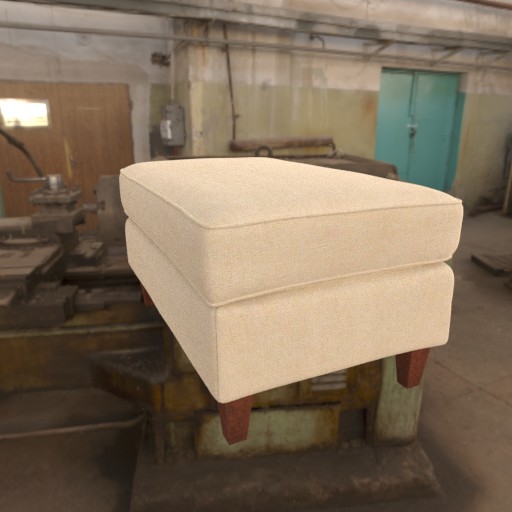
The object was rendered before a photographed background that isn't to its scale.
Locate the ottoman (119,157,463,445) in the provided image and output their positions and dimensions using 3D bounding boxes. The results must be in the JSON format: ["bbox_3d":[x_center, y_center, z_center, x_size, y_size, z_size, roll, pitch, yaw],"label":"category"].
[{"bbox_3d":[0.000,0.000,1.209,0.583,0.484,0.862,-8,19,-24],"label":"ottoman"}]
